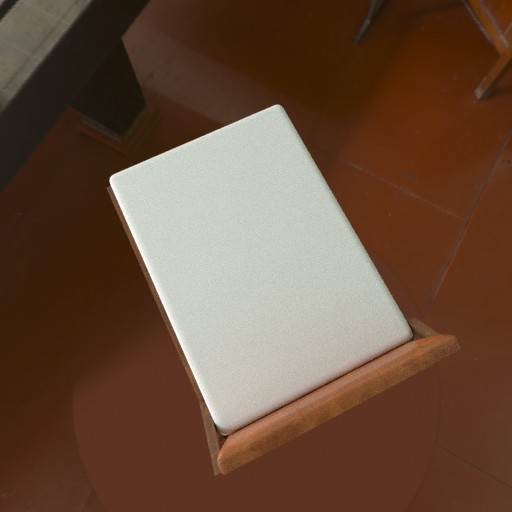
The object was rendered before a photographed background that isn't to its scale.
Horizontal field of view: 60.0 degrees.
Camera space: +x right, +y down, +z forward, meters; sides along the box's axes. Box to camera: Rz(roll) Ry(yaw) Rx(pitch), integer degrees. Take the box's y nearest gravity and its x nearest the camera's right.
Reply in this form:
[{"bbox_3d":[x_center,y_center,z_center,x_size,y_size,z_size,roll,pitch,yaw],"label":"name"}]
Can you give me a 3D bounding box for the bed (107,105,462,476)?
[{"bbox_3d":[0.000,0.000,3.242,1.651,1.168,2.311,-25,76,-7],"label":"bed"}]
